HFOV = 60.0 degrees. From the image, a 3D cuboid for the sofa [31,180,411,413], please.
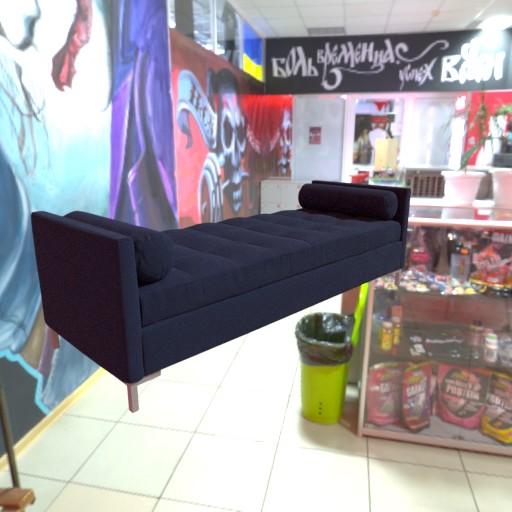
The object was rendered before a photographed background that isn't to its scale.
[{"bbox_3d":[0.000,0.000,2.490,0.797,0.657,2.102,15,21,43],"label":"sofa"}]
